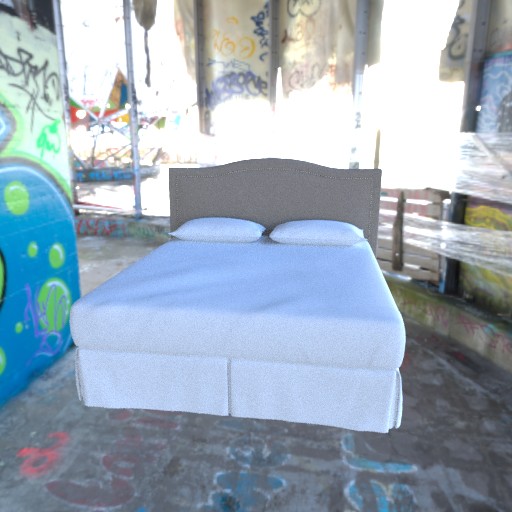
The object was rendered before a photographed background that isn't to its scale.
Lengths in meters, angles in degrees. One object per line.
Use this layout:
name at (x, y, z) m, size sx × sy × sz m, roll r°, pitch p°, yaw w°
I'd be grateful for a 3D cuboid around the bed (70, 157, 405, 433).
bed at (0.000, 0.000, 3.445) m, size 2.083 × 1.421 × 2.182 m, roll 2°, pitch 15°, yaw 8°
